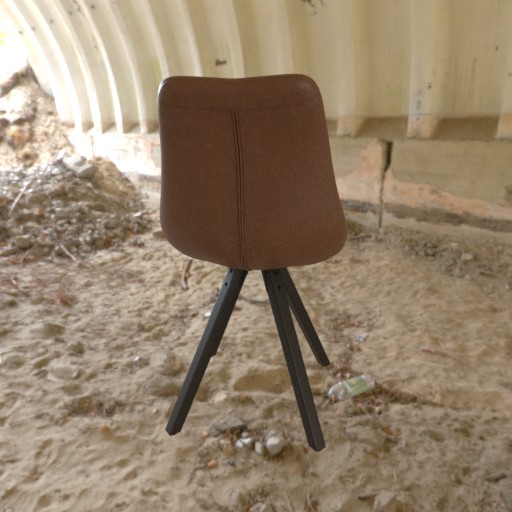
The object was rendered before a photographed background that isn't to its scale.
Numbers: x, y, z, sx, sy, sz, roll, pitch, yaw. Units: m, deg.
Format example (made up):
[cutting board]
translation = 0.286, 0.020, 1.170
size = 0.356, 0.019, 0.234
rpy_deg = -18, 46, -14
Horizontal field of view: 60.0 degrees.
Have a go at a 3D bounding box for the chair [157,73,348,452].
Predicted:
[chair]
translation = 0.000, 0.000, 1.192
size = 0.475, 0.850, 0.550
rpy_deg = 2, 16, 9
